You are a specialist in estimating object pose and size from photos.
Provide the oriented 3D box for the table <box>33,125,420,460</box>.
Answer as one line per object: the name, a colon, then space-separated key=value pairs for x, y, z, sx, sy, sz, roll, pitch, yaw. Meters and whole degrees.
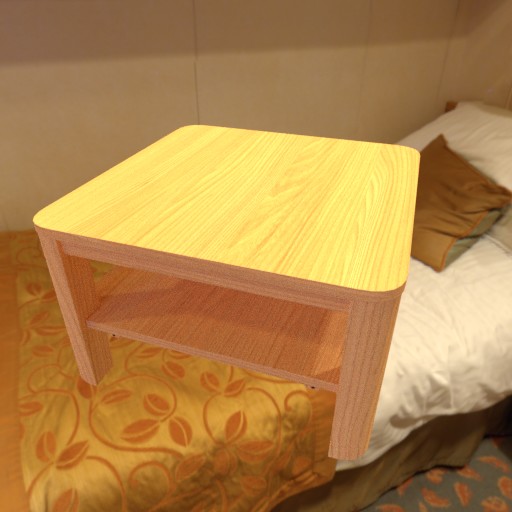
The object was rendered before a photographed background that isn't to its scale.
table: x=0.000 y=0.000 z=1.207 sx=0.750 sy=0.450 sz=0.750 roll=11 pitch=34 yaw=16
